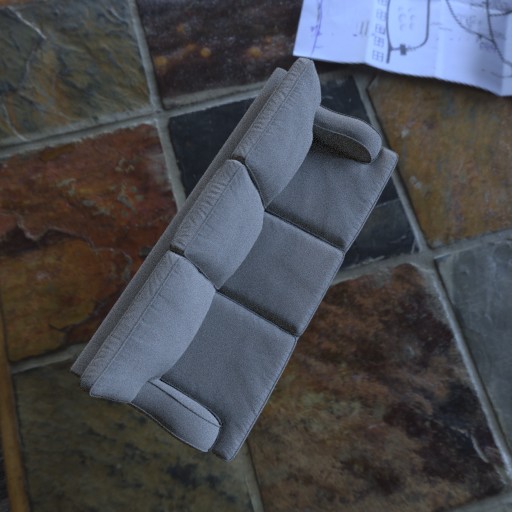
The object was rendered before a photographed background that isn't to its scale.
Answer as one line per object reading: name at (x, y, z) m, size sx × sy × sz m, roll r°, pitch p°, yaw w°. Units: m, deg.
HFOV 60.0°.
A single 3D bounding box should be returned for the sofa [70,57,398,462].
sofa at (0.000, 0.000, 2.856) m, size 1.016 × 0.997 × 2.323 m, roll 29°, pitch 76°, yaw 8°
